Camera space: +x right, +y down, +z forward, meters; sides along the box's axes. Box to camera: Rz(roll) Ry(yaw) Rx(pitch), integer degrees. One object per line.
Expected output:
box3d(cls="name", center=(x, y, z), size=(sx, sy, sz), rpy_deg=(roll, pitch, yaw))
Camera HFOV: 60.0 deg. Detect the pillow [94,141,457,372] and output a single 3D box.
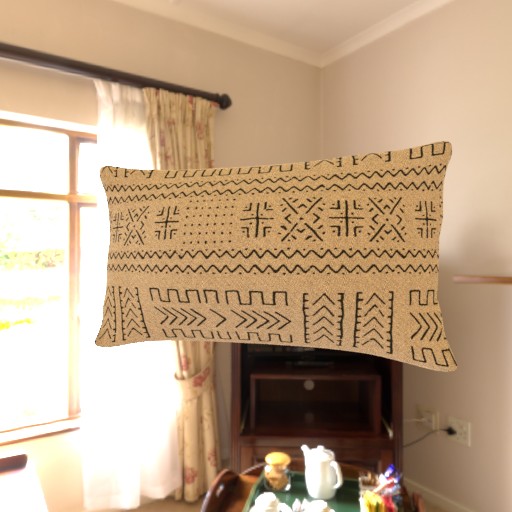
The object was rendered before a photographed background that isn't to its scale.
box3d(cls="pillow", center=(0.000, 0.000, 0.771), size=(0.637, 0.352, 0.188), rpy_deg=(0, -1, 17))
